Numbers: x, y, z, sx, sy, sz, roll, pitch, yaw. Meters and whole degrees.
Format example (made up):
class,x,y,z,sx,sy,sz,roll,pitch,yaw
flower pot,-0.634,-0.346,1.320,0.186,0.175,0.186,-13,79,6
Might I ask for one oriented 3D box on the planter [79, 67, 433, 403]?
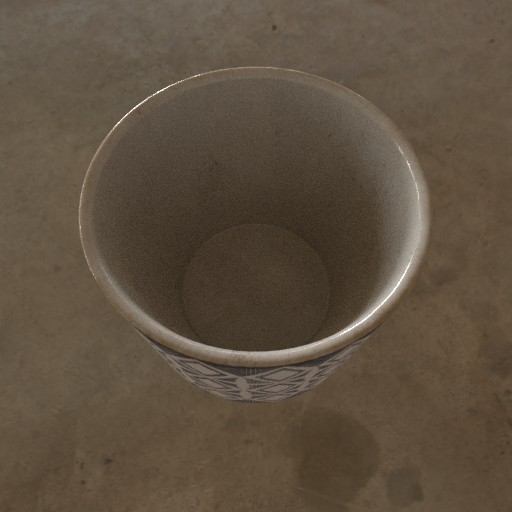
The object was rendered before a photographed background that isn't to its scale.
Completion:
class,x,y,z,sx,sy,sz,roll,pitch,yaw
planter,0.000,0.000,0.317,0.192,0.165,0.192,0,64,0
